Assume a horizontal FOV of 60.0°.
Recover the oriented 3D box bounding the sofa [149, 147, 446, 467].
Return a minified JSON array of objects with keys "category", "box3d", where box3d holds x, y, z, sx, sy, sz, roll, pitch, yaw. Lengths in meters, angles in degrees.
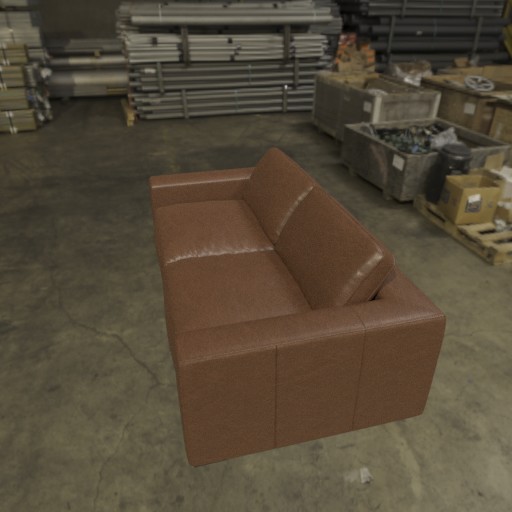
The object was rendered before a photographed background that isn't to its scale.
[{"category":"sofa","box3d":[0.000,0.000,2.468,1.070,0.800,1.920,-7,31,-13]}]
